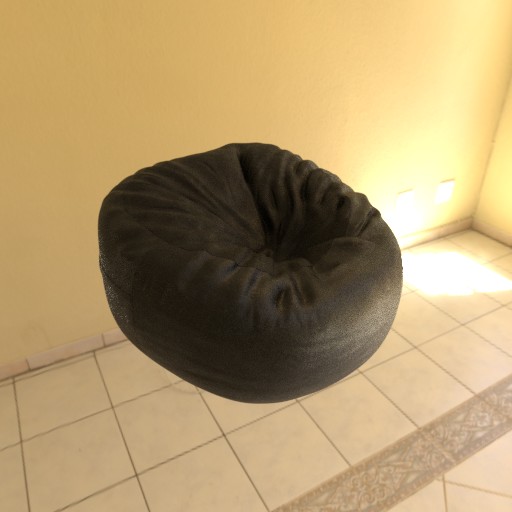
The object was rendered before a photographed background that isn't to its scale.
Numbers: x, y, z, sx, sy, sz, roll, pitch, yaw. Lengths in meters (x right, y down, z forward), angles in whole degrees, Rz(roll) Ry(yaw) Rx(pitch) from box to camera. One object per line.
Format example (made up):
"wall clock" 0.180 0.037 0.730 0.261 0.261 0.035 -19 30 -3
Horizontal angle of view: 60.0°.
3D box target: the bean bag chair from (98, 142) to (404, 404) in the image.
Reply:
"bean bag chair" 0.000 0.000 2.393 1.524 0.878 1.524 -22 37 -33
